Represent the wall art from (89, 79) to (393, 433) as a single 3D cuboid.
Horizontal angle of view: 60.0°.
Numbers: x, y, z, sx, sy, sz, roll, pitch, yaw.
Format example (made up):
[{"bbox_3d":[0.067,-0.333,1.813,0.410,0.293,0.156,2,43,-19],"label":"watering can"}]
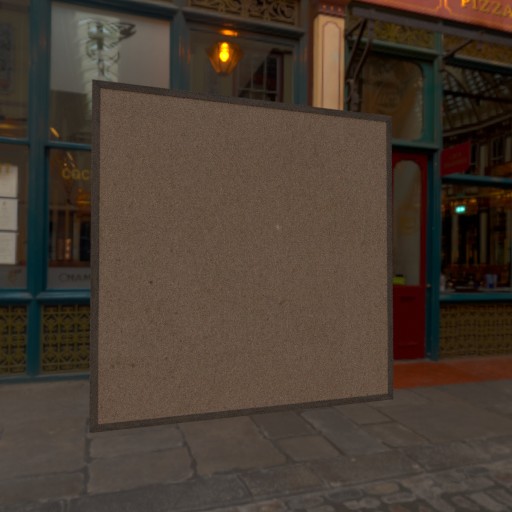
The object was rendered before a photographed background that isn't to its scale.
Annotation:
[{"bbox_3d":[0.000,0.000,1.092,0.762,0.762,0.038,0,-1,-18],"label":"wall art"}]
